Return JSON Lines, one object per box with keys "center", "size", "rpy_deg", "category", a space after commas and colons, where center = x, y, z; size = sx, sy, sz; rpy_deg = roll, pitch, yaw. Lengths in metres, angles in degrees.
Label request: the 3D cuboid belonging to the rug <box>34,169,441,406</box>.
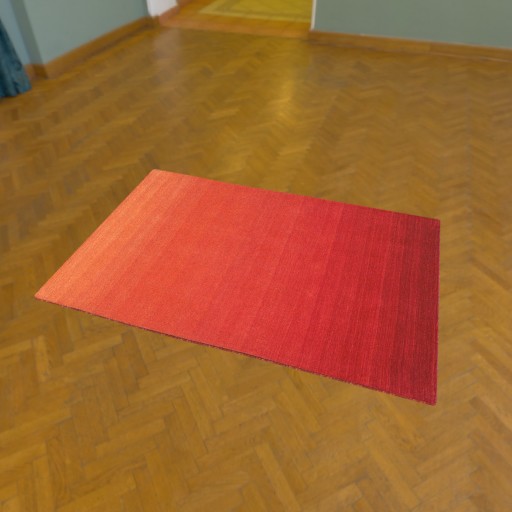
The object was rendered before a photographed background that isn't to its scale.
{"center": [0.000, 0.000, 2.322], "size": [1.835, 0.018, 1.230], "rpy_deg": [12, 43, 13], "category": "rug"}
